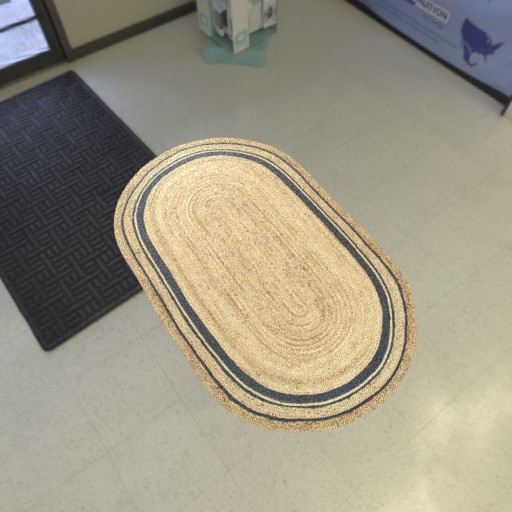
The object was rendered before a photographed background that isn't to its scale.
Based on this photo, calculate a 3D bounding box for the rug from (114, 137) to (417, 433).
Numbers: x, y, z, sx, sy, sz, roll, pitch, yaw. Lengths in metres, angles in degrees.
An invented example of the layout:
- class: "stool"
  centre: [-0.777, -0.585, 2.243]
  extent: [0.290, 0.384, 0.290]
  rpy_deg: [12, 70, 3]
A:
- class: "rug"
  centre: [0.000, 0.000, 3.029]
  extent: [1.520, 0.006, 2.432]
  rpy_deg: [-30, 63, -17]
